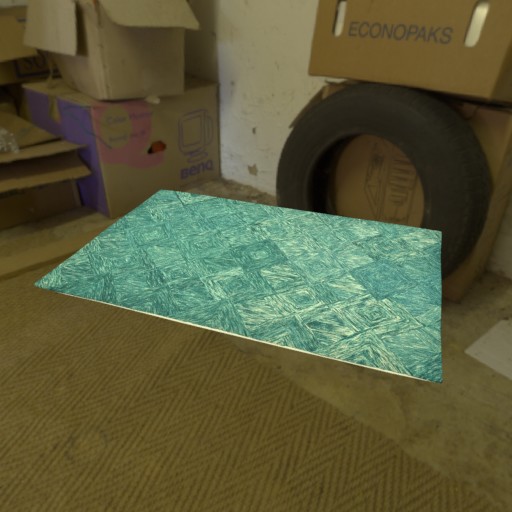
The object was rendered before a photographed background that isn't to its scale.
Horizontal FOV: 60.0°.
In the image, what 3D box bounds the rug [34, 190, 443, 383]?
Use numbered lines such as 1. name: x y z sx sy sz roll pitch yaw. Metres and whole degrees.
1. rug: 0.000 0.000 2.187 1.728 0.017 1.136 11 33 16
